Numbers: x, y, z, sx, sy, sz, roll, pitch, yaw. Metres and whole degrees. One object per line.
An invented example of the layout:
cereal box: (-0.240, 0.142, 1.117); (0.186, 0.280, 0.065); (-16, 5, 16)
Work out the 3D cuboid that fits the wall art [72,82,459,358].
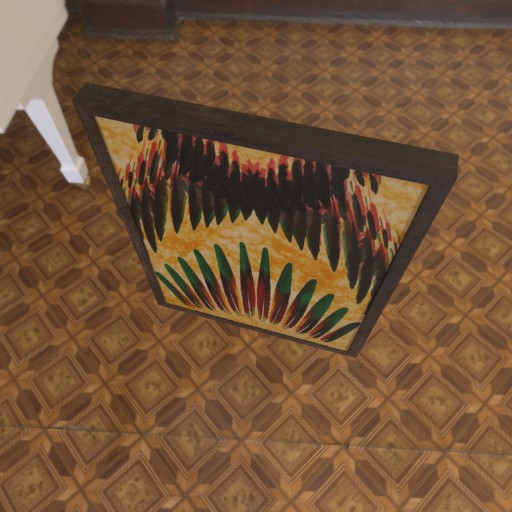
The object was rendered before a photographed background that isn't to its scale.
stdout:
wall art: (0.000, 0.000, 0.542); (0.329, 0.406, 0.027); (14, 59, 8)
